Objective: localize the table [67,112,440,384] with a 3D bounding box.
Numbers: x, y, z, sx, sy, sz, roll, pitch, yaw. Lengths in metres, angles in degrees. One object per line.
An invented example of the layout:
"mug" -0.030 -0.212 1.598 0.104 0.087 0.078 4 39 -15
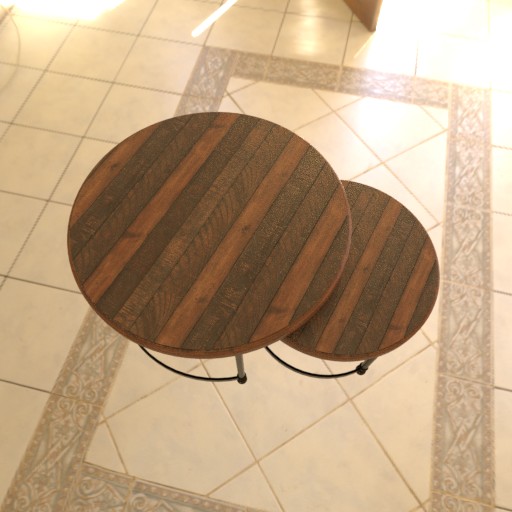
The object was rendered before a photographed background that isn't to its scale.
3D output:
"table" 0.000 0.000 1.585 1.152 0.516 0.870 3 63 2
